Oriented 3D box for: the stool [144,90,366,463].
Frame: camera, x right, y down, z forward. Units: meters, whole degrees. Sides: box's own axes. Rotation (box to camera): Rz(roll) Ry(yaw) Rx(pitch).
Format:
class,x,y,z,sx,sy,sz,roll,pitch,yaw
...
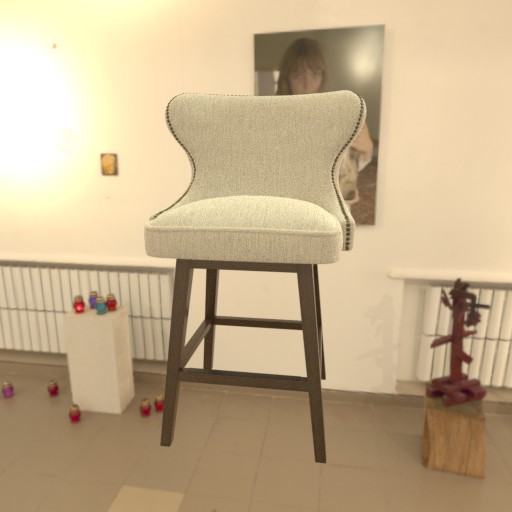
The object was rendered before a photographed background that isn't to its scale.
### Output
class,x,y,z,sx,sy,sz,roll,pitch,yaw
stool,0.000,0.000,1.326,0.615,0.972,0.597,2,14,9
